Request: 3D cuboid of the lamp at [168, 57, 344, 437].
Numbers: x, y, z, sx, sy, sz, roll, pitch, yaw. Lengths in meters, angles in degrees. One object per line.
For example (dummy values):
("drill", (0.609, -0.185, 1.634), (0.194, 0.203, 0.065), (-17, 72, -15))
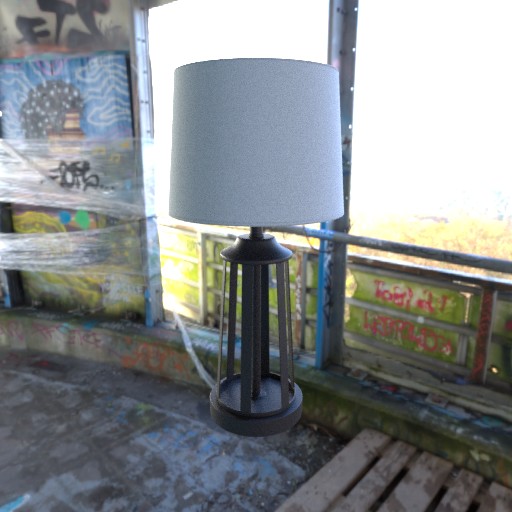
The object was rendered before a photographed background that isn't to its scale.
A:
("lamp", (0.000, 0.000, 0.660), (0.251, 0.509, 0.251), (0, 14, 0))
